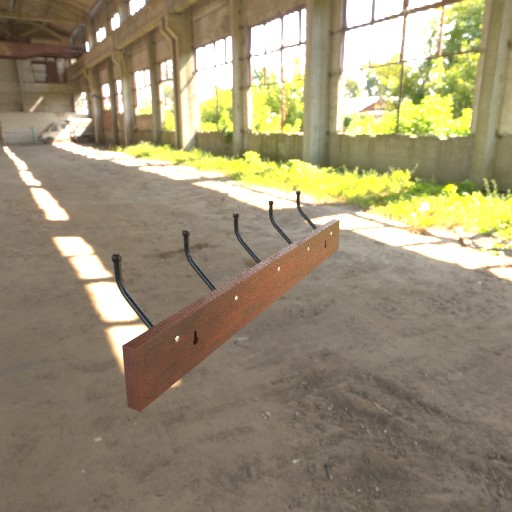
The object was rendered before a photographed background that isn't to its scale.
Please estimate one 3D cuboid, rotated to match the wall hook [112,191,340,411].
[{"bbox_3d":[0.000,0.000,0.619,0.071,0.117,0.571,8,19,26],"label":"wall hook"}]
